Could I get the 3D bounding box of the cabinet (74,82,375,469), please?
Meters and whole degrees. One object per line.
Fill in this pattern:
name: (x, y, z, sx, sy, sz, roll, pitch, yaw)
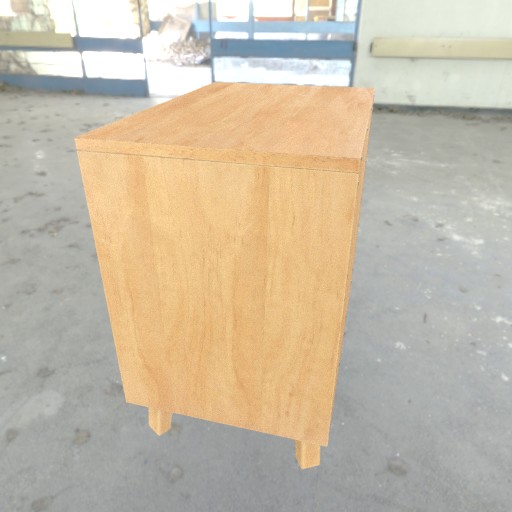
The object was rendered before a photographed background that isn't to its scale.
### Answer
cabinet: (0.000, 0.000, 0.923, 0.394, 0.599, 0.551, 7, 30, 13)
